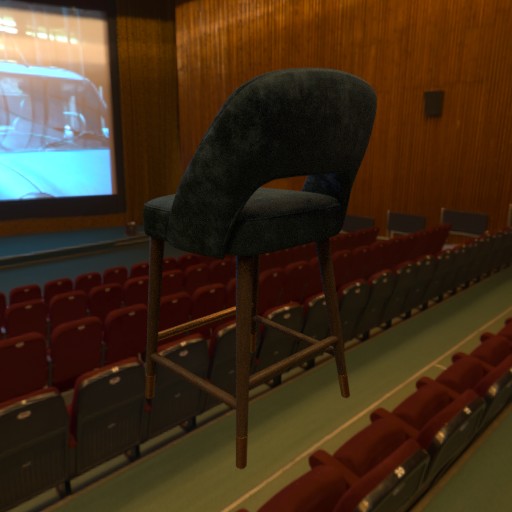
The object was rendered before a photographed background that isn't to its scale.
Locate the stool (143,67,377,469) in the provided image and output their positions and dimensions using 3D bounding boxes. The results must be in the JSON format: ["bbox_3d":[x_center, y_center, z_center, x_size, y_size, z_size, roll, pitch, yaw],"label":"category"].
[{"bbox_3d":[0.000,0.000,1.241,0.536,0.925,0.524,-14,20,-42],"label":"stool"}]
